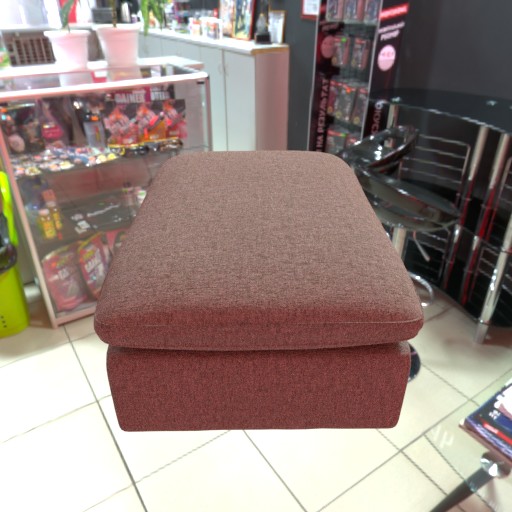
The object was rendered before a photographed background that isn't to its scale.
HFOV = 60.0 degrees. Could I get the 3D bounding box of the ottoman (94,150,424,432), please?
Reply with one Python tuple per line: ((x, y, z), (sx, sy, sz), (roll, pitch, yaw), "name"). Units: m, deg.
((0.000, 0.000, 1.328), (0.694, 0.451, 0.977), (0, 31, -1), "ottoman")
